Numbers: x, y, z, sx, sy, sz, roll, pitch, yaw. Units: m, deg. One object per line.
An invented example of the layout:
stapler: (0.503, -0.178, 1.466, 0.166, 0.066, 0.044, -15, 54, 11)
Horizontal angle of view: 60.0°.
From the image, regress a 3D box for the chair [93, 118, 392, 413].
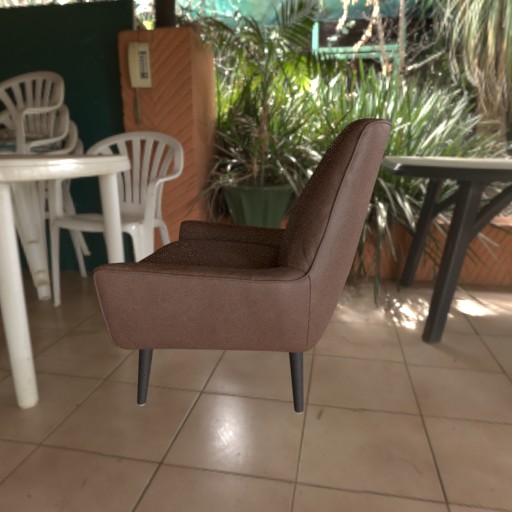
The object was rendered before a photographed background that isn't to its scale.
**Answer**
chair: (0.000, 0.000, 1.524, 0.824, 0.888, 0.787, 2, 15, 9)
